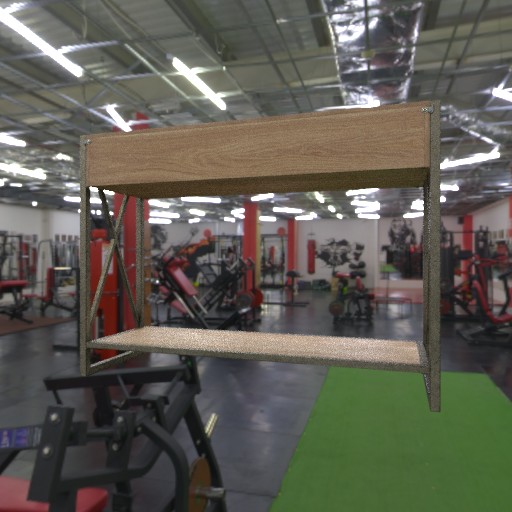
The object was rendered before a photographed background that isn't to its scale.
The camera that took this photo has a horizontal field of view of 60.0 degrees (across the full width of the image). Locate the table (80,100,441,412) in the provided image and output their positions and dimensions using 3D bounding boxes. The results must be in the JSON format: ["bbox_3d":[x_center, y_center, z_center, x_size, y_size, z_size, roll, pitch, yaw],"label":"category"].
[{"bbox_3d":[0.000,0.000,1.411,1.059,0.763,0.361,0,0,18],"label":"table"}]
